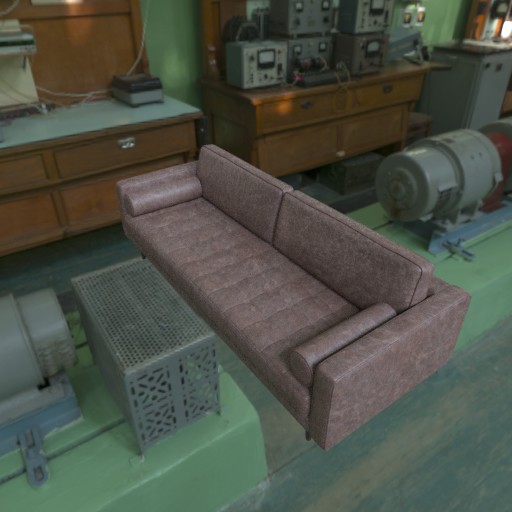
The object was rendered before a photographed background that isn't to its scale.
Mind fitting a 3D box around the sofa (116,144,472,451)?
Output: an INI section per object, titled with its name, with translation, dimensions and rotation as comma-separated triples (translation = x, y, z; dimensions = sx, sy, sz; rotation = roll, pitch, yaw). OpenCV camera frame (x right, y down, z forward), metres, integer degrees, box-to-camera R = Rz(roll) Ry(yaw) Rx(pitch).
[sofa]
translation = 0.000, 0.000, 2.673
dimensions = 0.914, 0.762, 2.210
rotation = -22, 39, -29
